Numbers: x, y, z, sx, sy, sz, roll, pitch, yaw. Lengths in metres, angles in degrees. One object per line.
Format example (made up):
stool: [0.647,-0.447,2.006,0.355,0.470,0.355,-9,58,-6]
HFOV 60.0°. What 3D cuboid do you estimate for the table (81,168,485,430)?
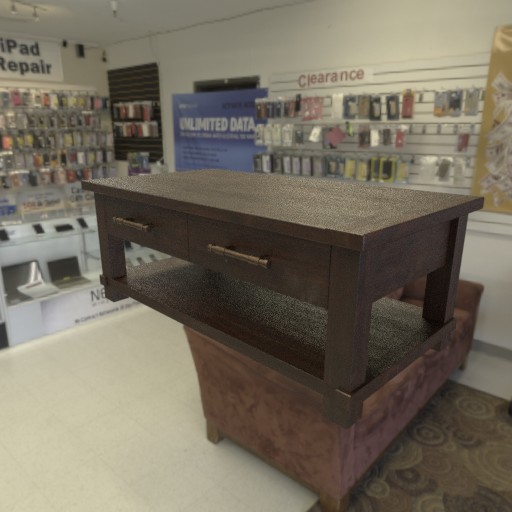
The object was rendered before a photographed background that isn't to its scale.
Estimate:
table: [0.000,0.000,1.605,1.270,0.494,0.700,16,23,42]
